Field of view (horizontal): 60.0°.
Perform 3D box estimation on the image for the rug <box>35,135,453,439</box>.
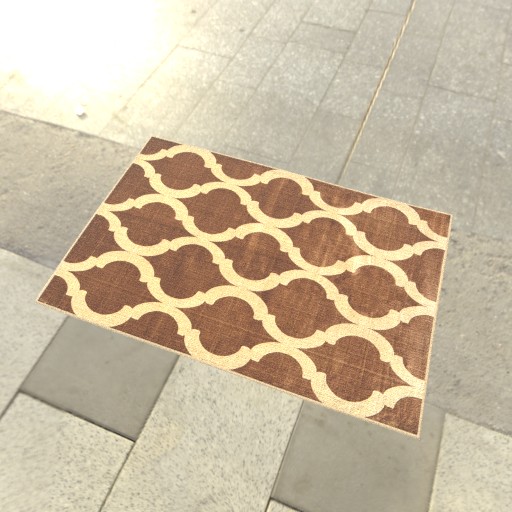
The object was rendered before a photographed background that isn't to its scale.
[{"bbox_3d":[0.000,0.000,2.821,2.290,0.014,1.526,17,59,10],"label":"rug"}]
